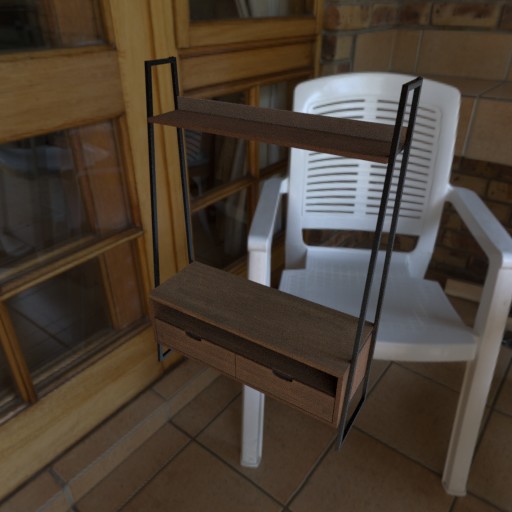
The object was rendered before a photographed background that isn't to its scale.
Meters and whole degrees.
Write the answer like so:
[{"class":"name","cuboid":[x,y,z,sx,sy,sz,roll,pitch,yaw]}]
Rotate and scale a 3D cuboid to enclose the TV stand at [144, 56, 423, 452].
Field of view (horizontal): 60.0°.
[{"class":"TV stand","cuboid":[0.000,0.000,2.273,1.250,1.772,0.432,18,35,27]}]
